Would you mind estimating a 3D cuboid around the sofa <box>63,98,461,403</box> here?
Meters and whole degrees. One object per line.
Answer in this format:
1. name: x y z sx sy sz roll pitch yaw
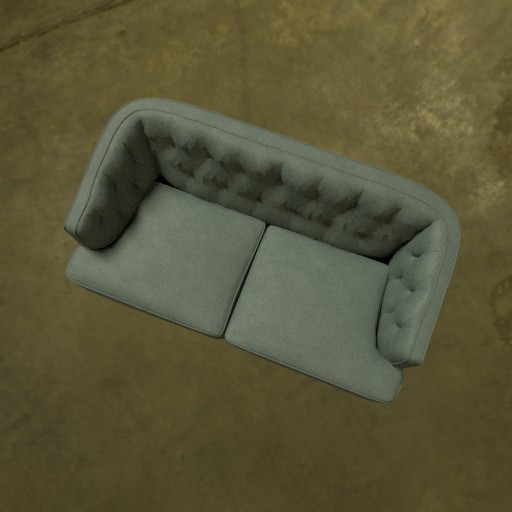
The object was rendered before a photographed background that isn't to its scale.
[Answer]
1. sofa: 0.000 0.000 2.273 1.733 0.855 0.941 20 76 5
